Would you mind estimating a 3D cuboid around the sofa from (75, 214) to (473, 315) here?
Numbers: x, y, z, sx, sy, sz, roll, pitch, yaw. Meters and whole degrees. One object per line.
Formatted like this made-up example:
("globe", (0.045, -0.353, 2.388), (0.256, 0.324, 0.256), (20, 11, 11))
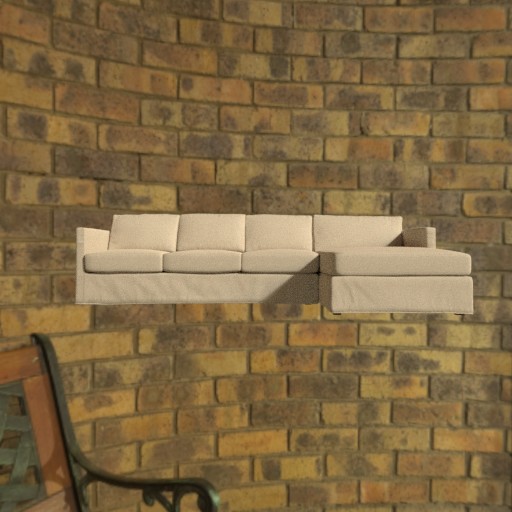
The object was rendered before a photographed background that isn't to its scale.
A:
("sofa", (0.000, 0.000, 4.003), (3.206, 0.871, 1.622), (0, 0, 1))
